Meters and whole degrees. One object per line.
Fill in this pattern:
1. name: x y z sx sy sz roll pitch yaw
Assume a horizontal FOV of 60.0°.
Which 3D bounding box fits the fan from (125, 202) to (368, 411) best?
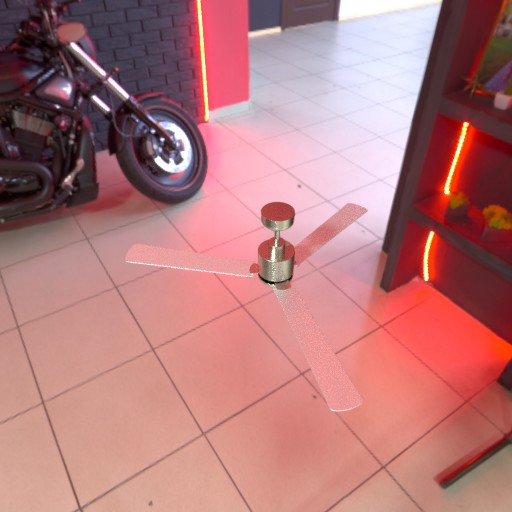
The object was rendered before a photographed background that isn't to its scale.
1. fan: 0.000 0.000 2.323 1.531 0.446 1.561 -1 41 -1
